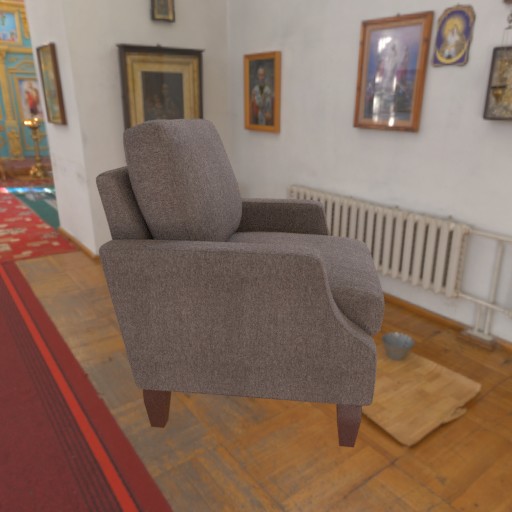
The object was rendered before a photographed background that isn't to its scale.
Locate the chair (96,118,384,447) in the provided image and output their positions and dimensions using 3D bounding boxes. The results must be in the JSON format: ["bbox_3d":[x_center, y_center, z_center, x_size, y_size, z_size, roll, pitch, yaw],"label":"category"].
[{"bbox_3d":[0.000,0.000,1.677,0.897,0.993,0.855,3,18,8],"label":"chair"}]
